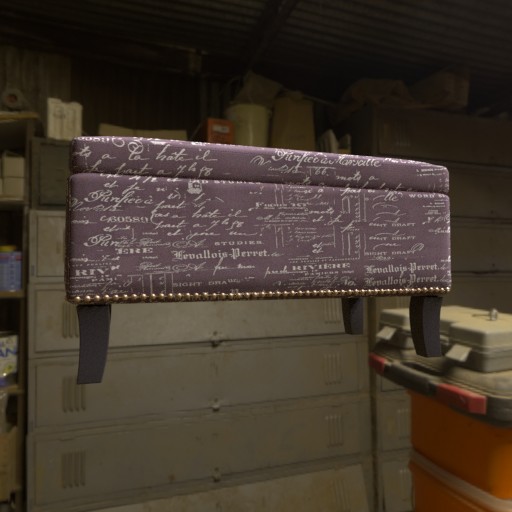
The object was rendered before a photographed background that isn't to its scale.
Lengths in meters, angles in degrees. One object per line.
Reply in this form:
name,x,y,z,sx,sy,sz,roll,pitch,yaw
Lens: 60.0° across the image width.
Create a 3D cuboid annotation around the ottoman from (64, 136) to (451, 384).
ottoman,0.000,0.000,1.062,0.813,0.457,0.406,0,-1,-18
